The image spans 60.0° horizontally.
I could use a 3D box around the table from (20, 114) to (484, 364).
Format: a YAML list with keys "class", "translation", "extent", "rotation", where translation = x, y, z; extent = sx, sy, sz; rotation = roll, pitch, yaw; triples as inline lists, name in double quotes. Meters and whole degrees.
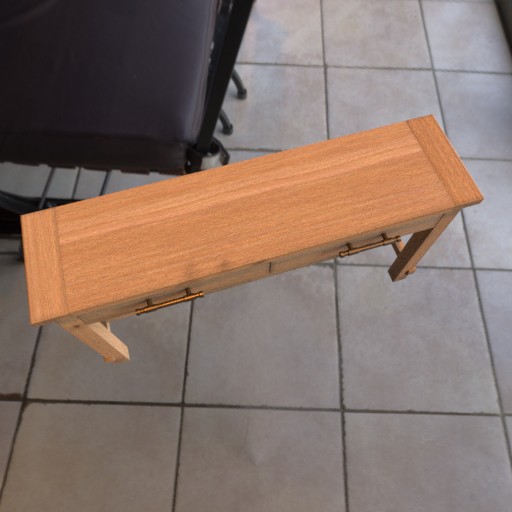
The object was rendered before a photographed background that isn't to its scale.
- class: "table"
  translation: [0.000, 0.000, 1.908]
  extent: [1.599, 0.762, 0.442]
  rotation: [-15, 66, -7]
